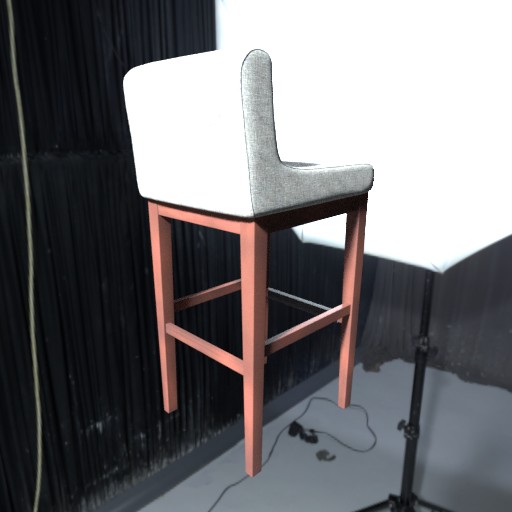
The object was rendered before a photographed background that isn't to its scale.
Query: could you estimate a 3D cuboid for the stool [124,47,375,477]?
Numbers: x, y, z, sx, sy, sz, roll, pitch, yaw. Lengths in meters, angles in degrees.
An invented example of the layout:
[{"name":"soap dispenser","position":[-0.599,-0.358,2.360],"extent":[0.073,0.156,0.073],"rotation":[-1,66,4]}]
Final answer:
[{"name":"stool","position":[0.000,0.000,1.210],"extent":[0.499,0.965,0.426],"rotation":[-15,22,-43]}]
